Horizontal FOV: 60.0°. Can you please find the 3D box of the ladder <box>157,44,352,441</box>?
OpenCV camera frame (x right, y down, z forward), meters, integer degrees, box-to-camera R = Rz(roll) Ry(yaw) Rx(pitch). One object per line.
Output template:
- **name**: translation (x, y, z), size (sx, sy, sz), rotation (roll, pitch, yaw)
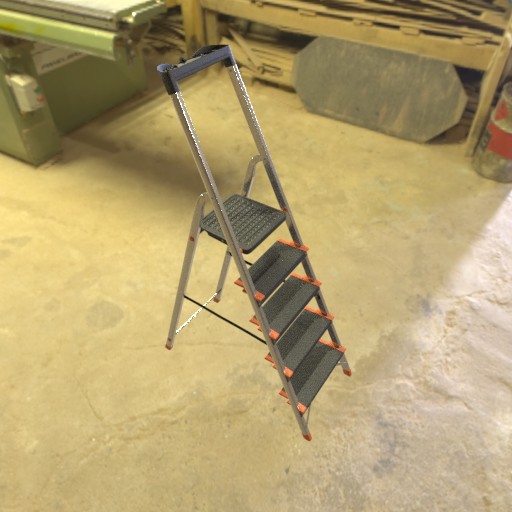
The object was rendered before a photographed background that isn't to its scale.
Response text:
- **ladder**: translation (0.000, 0.000, 2.014), size (0.995, 1.646, 0.480), rotation (25, 48, 25)
